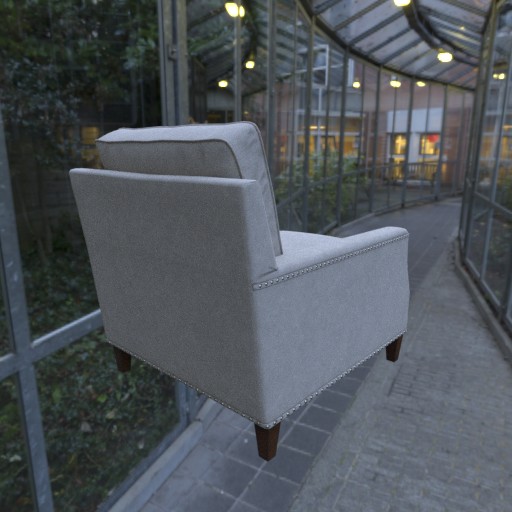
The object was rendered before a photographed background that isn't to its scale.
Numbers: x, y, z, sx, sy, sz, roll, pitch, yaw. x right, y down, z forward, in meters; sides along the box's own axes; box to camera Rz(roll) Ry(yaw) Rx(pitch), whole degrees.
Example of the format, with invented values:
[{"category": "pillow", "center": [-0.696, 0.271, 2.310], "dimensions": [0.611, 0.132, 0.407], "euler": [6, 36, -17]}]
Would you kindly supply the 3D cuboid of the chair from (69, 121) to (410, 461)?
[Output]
[{"category": "chair", "center": [0.000, 0.000, 1.701], "dimensions": [0.853, 0.943, 1.014], "euler": [12, 19, 41]}]
